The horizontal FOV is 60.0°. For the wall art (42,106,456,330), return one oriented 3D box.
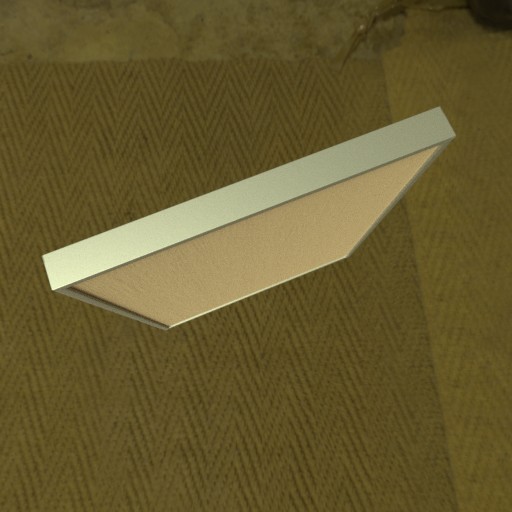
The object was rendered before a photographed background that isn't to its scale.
[{"bbox_3d":[0.000,0.000,0.725,0.445,0.553,0.039,-21,77,-5],"label":"wall art"}]
